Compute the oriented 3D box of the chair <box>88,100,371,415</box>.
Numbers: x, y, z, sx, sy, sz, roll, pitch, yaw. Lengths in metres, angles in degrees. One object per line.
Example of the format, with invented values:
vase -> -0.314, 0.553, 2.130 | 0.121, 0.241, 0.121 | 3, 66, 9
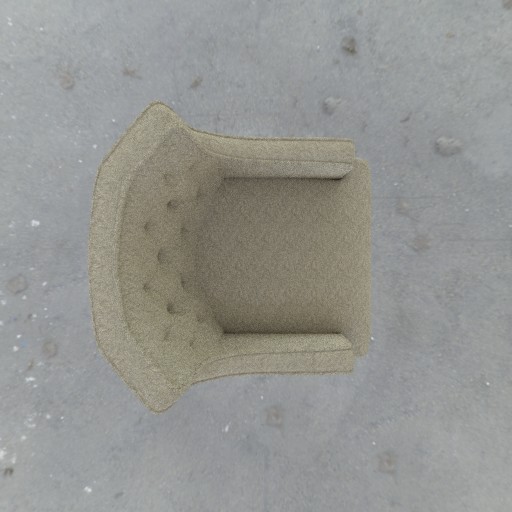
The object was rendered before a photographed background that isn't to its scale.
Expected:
chair -> 0.000, 0.000, 1.646 | 0.910, 0.920, 0.820 | 0, 91, -1
